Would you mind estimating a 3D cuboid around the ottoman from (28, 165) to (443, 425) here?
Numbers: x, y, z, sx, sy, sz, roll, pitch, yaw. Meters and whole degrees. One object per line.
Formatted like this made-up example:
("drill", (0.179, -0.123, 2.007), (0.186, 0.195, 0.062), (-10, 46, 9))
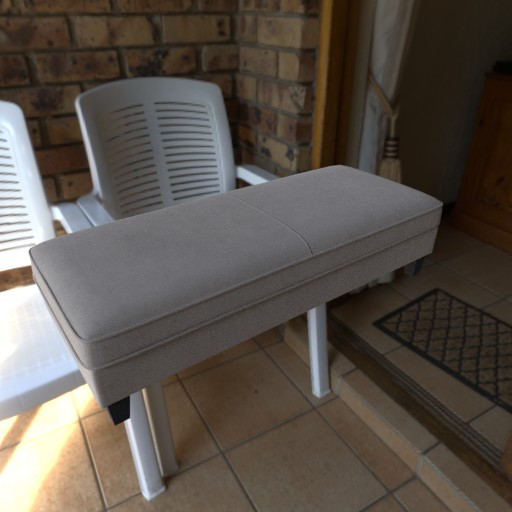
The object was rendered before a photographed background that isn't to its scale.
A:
("ottoman", (0.000, 0.000, 1.984), (1.726, 0.460, 0.735), (-20, 35, -31))
